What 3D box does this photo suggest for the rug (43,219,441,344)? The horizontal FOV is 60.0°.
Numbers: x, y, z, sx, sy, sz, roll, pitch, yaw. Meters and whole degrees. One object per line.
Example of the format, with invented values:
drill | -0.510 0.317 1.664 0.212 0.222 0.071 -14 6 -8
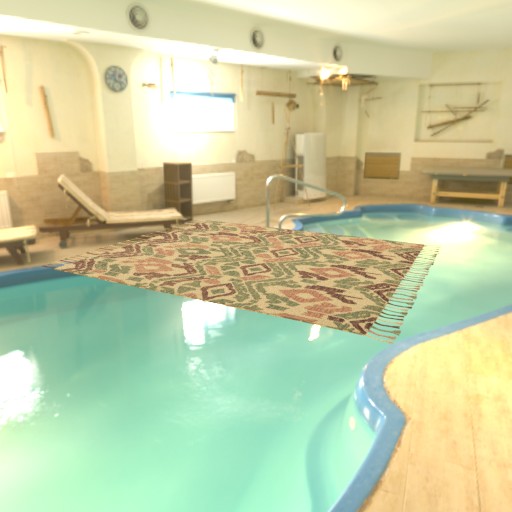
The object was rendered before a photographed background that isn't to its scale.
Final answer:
rug | 0.000 0.000 4.196 3.048 0.010 2.438 8 18 27
